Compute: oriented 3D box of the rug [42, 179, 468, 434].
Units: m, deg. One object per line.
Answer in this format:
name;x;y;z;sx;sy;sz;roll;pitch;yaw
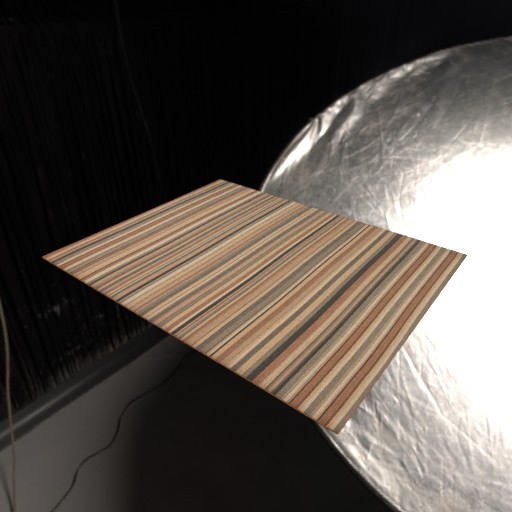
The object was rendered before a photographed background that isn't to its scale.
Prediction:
rug;0.000;0.000;4.045;3.045;0.011;2.436;22;37;32
